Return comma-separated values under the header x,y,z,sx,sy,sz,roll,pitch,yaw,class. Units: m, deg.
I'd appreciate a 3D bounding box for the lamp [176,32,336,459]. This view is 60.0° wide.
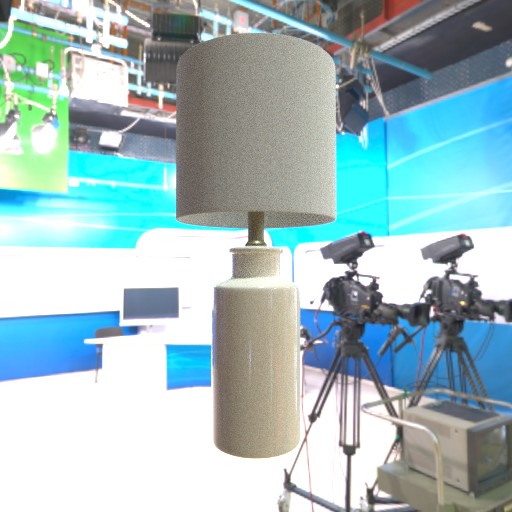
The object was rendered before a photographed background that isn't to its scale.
x,y,z,sx,sy,sz,roll,pitch,yaw,class
0.000,0.000,0.593,0.212,0.493,0.212,-1,-2,17,lamp
